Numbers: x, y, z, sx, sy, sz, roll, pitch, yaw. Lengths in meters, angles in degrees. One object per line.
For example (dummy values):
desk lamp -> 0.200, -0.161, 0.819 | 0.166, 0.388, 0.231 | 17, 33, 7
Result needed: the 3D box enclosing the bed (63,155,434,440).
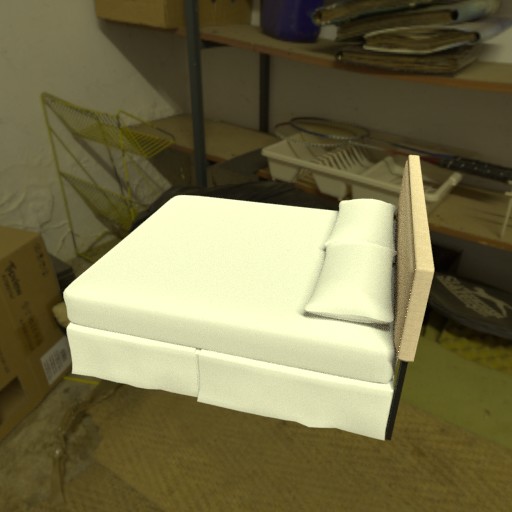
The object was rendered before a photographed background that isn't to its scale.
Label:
bed -> 0.000, 0.000, 2.840 | 1.876, 1.016, 1.616 | 8, 30, 14
